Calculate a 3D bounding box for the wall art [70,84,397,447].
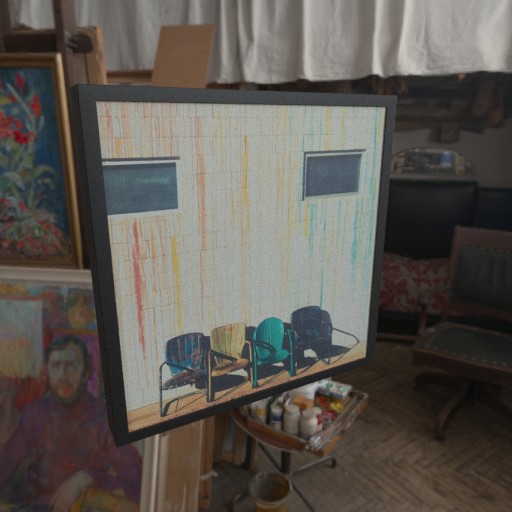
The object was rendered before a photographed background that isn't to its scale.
[{"bbox_3d":[0.000,0.000,0.436,0.304,0.304,0.038,-9,19,-27],"label":"wall art"}]
